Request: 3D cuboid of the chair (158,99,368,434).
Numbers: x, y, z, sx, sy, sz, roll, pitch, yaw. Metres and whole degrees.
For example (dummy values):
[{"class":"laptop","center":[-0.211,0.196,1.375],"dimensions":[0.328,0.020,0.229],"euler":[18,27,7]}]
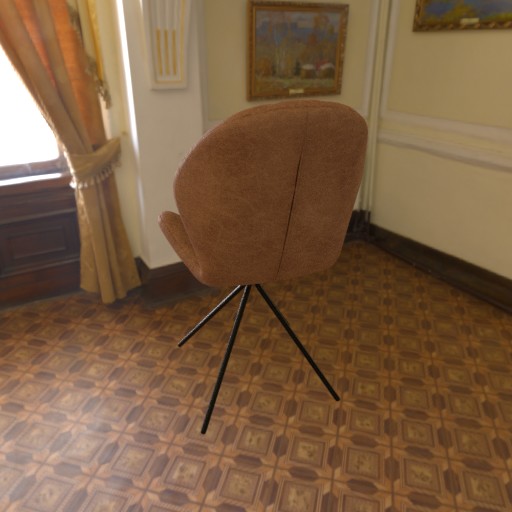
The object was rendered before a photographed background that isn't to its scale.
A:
[{"class":"chair","center":[0.000,0.000,1.302],"dimensions":[0.527,0.929,0.640],"euler":[-8,27,-16]}]
